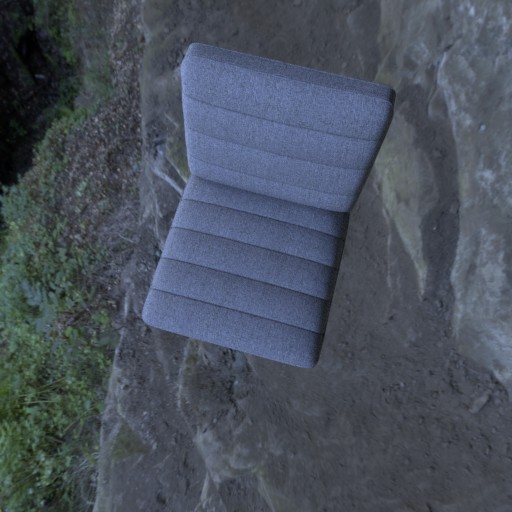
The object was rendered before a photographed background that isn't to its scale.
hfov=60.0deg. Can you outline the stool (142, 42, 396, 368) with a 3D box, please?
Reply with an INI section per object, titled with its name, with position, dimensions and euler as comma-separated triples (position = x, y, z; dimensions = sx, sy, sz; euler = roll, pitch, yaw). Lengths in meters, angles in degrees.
[stool]
position = 0.000, 0.000, 1.325
dimensions = 0.459, 1.034, 0.571
euler = 15, 76, 4
